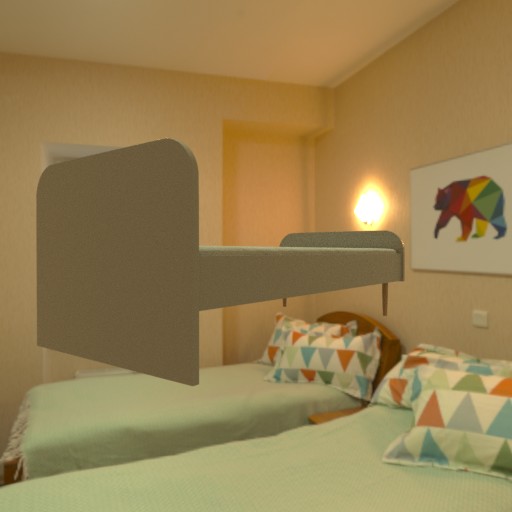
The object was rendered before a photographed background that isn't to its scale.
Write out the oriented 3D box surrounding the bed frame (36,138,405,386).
[{"bbox_3d":[0.000,0.000,2.480,0.998,0.805,1.963,0,1,37],"label":"bed frame"}]
